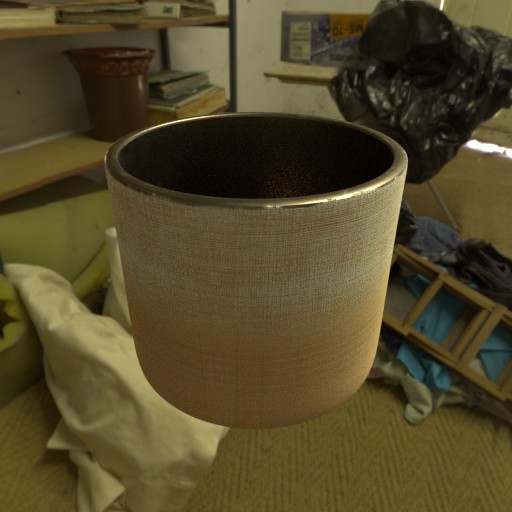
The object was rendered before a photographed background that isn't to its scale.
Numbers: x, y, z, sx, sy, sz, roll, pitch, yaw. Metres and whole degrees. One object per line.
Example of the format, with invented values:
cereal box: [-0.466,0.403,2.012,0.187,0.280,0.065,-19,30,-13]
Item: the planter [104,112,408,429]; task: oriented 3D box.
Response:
planter: [0.000,0.000,0.433,0.254,0.221,0.254,0,31,0]
